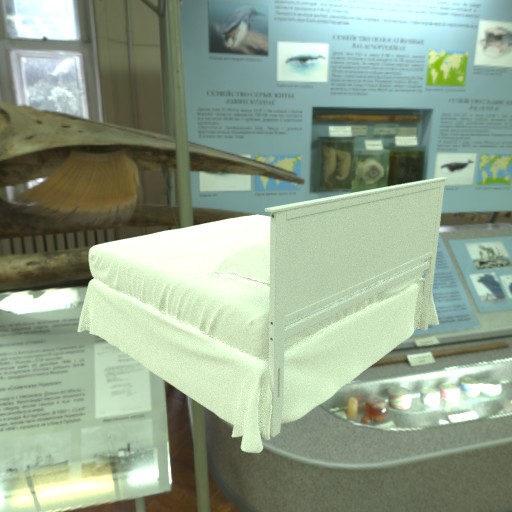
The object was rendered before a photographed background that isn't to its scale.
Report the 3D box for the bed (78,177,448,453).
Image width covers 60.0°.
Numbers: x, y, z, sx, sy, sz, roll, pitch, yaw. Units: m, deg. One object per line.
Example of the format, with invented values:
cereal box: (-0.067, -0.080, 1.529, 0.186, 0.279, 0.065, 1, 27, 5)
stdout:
bed: (0.000, 0.000, 3.624, 2.215, 1.273, 2.317, 15, 22, 43)
